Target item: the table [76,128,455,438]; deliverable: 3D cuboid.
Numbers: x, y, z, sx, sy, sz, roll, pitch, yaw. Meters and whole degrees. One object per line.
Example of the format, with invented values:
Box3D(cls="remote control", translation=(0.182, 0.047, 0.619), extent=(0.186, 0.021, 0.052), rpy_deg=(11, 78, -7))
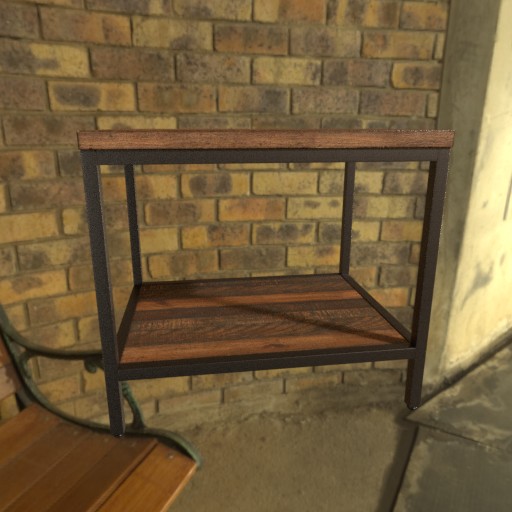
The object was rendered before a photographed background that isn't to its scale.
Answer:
Box3D(cls="table", translation=(0.000, 0.000, 1.114), extent=(0.678, 0.612, 0.524), rpy_deg=(-2, 16, -8))
